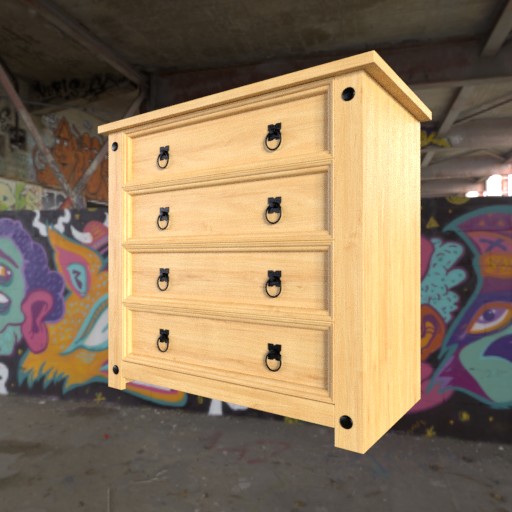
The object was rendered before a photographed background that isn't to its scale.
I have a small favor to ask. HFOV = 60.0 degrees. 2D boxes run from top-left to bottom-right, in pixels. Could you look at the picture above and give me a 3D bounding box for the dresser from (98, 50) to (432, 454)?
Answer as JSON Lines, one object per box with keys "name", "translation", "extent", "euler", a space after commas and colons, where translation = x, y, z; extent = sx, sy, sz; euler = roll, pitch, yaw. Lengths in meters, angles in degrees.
{"name": "dresser", "translation": [0.000, 0.000, 1.184], "extent": [0.800, 0.730, 0.410], "euler": [0, 0, 35]}
